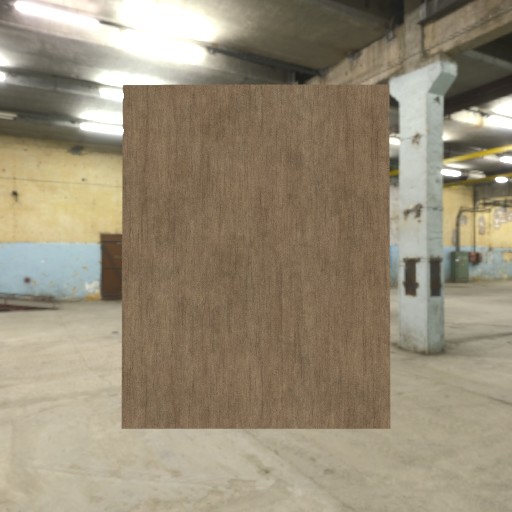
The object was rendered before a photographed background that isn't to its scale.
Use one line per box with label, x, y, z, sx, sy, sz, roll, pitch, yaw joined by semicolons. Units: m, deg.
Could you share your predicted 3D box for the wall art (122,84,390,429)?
wall art;0.000;0.000;0.892;0.534;0.686;0.018;0;-1;0
